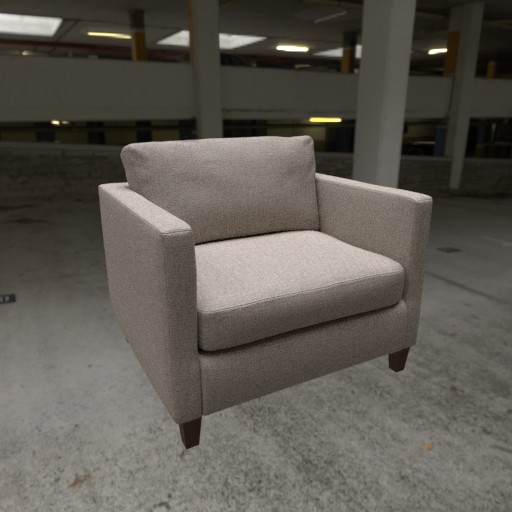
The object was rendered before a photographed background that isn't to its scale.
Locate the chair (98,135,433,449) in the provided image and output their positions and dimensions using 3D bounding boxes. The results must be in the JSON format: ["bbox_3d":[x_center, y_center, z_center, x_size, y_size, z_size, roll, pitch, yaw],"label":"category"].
[{"bbox_3d":[0.000,0.000,1.903,1.107,0.961,0.959,-10,20,-27],"label":"chair"}]
